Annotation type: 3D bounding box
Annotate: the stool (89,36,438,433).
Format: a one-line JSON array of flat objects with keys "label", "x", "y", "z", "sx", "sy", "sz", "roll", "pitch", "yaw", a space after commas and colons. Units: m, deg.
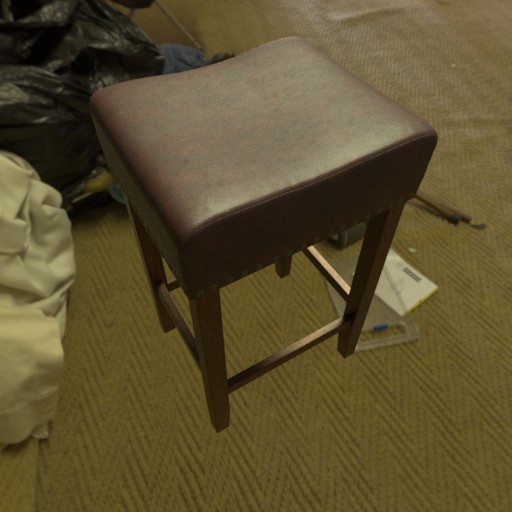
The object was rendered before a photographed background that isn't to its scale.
[{"label": "stool", "x": 0.000, "y": 0.000, "z": 1.023, "sx": 0.465, "sy": 0.769, "sz": 0.401, "roll": -24, "pitch": 54, "yaw": -19}]
